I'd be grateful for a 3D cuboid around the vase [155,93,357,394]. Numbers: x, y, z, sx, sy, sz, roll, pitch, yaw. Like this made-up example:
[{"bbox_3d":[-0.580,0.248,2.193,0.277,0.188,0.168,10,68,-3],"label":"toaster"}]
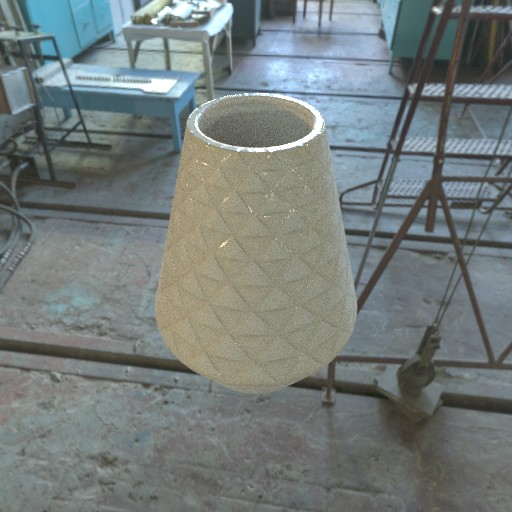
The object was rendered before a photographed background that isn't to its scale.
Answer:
[{"bbox_3d":[0.000,0.000,0.357,0.175,0.230,0.175,0,41,0],"label":"vase"}]
